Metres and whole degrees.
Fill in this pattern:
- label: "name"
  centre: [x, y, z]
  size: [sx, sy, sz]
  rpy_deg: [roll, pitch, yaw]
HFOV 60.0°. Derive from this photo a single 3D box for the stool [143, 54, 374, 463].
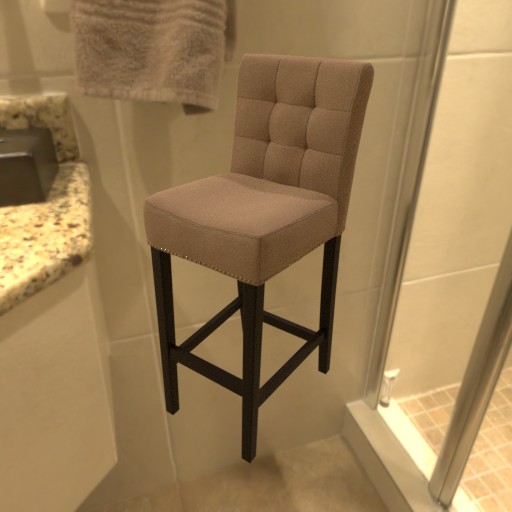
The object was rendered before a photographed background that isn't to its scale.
- label: "stool"
  centre: [0.000, 0.000, 1.320]
  size: [0.411, 1.047, 0.548]
  rpy_deg: [19, 35, 29]
